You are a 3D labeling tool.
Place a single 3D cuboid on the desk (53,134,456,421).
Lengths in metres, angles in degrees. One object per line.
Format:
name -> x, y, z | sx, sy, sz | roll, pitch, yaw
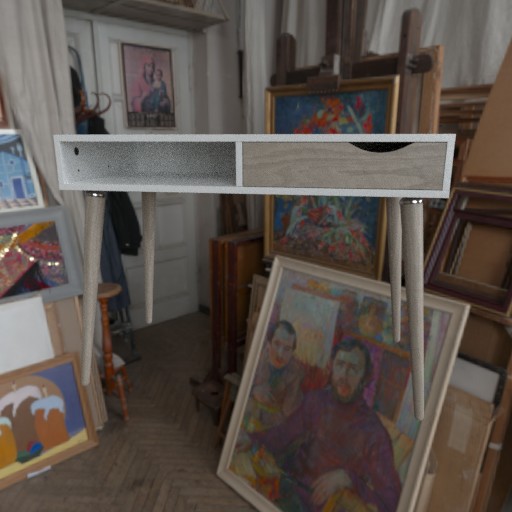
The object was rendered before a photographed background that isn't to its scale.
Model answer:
desk -> 0.000, 0.000, 1.375 | 0.979, 0.723, 0.491 | 3, 15, 10
